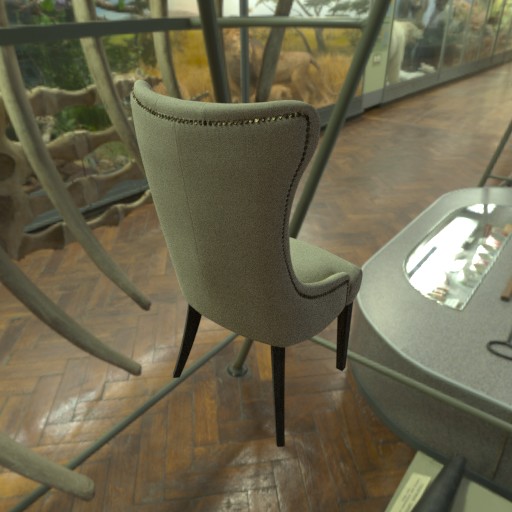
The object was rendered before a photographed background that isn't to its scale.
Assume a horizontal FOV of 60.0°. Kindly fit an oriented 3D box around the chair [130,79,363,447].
[{"bbox_3d":[0.000,0.000,1.430,0.584,1.065,0.590,21,35,33],"label":"chair"}]
